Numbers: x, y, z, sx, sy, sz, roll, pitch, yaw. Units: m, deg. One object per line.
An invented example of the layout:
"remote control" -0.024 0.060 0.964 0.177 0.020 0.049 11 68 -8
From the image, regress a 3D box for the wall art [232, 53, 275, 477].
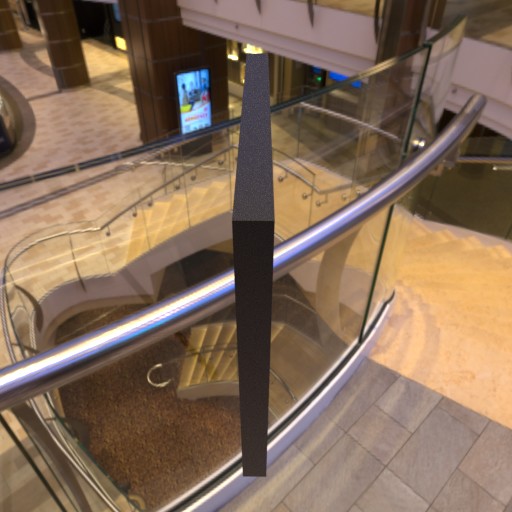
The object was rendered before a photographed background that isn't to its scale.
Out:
"wall art" 0.000 0.000 0.750 0.038 0.508 0.508 0 40 0
